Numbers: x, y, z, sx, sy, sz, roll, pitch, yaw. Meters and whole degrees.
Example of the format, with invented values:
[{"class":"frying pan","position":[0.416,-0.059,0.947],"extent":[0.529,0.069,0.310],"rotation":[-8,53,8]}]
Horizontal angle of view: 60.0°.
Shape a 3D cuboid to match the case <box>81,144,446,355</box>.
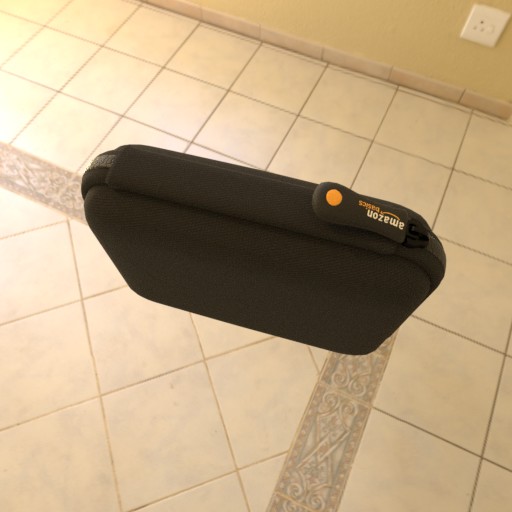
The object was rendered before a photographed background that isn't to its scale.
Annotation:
[{"class":"case","position":[0.000,0.000,0.178],"extent":[0.132,0.105,0.038],"rotation":[14,65,7]}]
